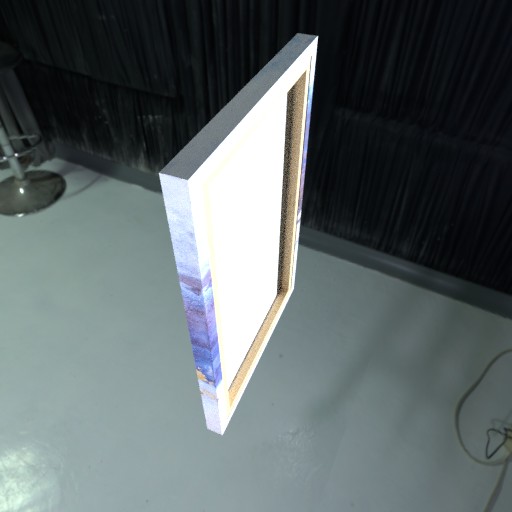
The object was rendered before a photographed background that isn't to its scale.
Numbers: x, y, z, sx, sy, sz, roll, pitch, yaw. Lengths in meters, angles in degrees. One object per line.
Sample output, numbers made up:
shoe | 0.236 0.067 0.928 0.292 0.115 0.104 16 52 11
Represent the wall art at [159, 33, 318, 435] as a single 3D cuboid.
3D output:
wall art | 0.000 0.000 1.121 0.048 0.874 0.583 17 48 16
